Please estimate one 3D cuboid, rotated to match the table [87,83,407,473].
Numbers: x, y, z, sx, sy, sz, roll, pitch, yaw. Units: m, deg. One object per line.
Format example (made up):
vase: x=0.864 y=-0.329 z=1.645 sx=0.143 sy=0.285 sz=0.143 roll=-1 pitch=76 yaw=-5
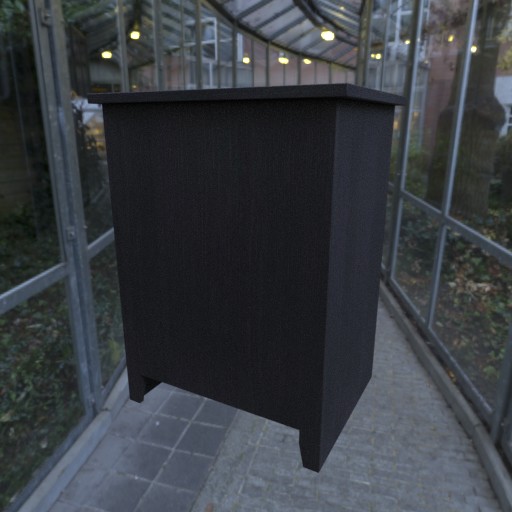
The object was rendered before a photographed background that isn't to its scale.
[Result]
table: x=0.000 y=0.000 z=0.931 sx=0.480 sy=0.635 sz=0.381 roll=9 pitch=19 yaw=28
